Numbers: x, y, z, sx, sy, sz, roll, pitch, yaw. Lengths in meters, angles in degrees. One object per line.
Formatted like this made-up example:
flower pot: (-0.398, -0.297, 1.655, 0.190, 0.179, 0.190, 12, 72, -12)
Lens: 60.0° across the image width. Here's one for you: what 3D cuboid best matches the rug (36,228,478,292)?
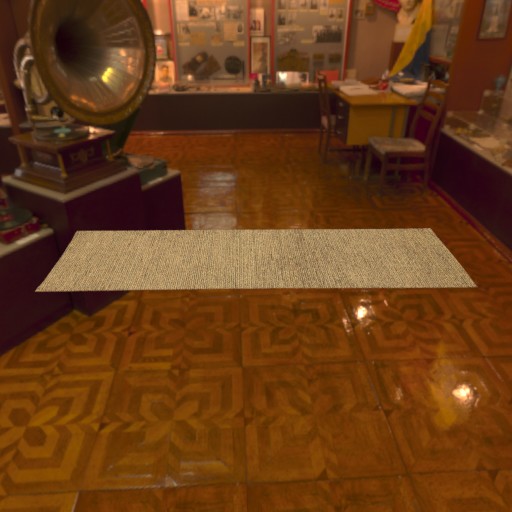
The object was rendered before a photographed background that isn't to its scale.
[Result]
rug: (0.000, 0.000, 2.618, 2.335, 0.013, 0.697, 0, 30, -1)
